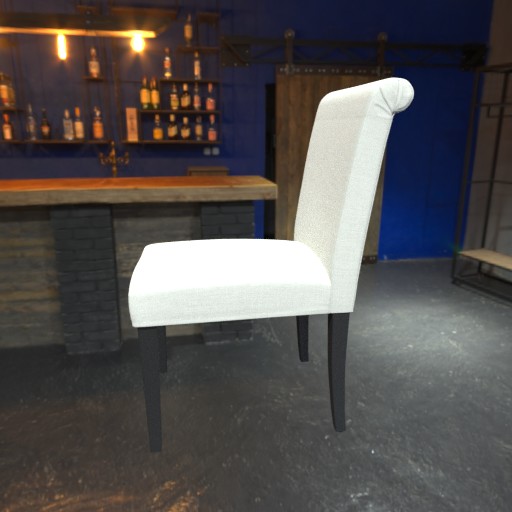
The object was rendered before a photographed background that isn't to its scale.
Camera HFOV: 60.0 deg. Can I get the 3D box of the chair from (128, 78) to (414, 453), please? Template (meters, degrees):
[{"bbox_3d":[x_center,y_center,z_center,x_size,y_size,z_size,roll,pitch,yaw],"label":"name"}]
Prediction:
[{"bbox_3d":[0.000,0.000,1.344,0.708,0.976,0.452,-2,16,-9],"label":"chair"}]
